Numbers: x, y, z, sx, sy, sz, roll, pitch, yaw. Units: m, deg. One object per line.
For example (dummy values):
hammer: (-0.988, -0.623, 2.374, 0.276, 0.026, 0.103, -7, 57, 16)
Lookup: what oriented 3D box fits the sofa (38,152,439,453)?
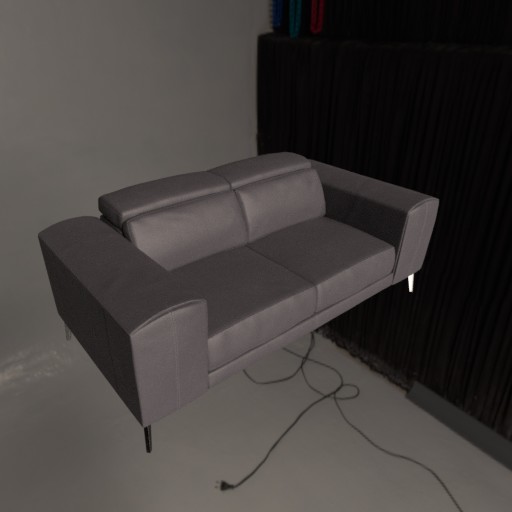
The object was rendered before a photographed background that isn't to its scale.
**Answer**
sofa: (0.000, 0.000, 2.387, 1.895, 0.779, 1.003, -22, 35, -34)
